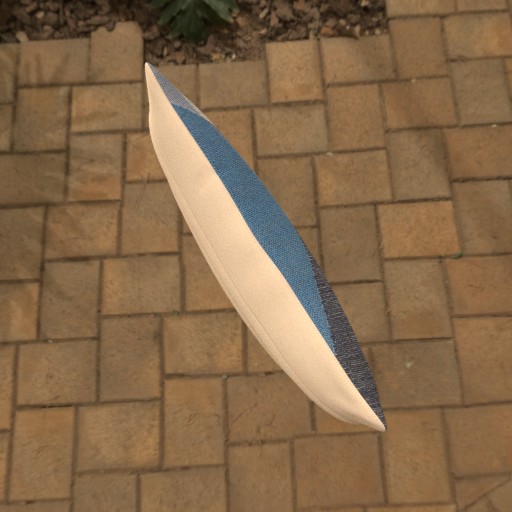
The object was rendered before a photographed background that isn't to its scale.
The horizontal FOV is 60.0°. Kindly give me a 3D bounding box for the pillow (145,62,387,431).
[{"bbox_3d":[0.000,0.000,0.724,0.148,0.307,0.604,-31,78,-7],"label":"pillow"}]
